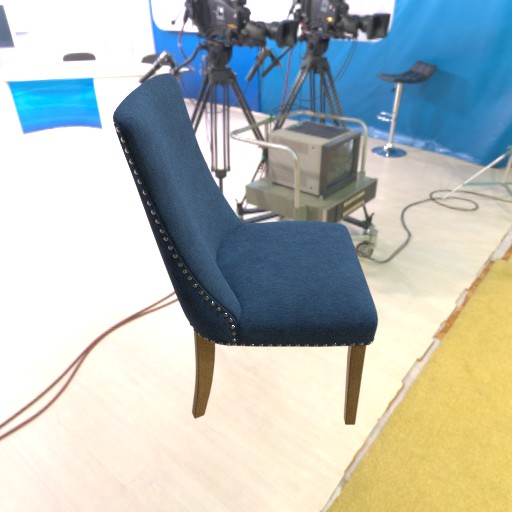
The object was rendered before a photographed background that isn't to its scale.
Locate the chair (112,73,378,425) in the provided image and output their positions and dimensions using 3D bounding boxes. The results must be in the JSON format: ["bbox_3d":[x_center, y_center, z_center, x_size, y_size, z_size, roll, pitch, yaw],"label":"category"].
[{"bbox_3d":[0.000,0.000,1.255,0.610,0.902,0.495,0,32,0],"label":"chair"}]
